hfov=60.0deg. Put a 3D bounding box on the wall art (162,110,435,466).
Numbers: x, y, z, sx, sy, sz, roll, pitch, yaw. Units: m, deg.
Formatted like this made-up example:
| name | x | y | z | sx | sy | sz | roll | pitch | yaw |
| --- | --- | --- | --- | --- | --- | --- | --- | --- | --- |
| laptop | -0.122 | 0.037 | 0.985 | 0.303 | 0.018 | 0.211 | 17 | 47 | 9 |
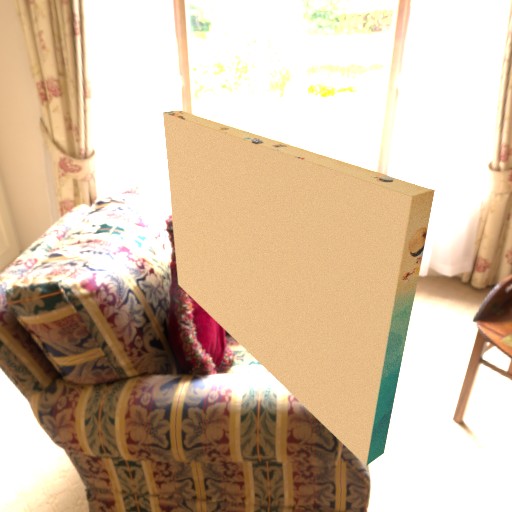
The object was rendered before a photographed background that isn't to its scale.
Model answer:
| name | x | y | z | sx | sy | sz | roll | pitch | yaw |
| --- | --- | --- | --- | --- | --- | --- | --- | --- | --- |
| wall art | 0.000 | 0.000 | 0.771 | 0.039 | 0.406 | 0.609 | -18 | 32 | -30 |
